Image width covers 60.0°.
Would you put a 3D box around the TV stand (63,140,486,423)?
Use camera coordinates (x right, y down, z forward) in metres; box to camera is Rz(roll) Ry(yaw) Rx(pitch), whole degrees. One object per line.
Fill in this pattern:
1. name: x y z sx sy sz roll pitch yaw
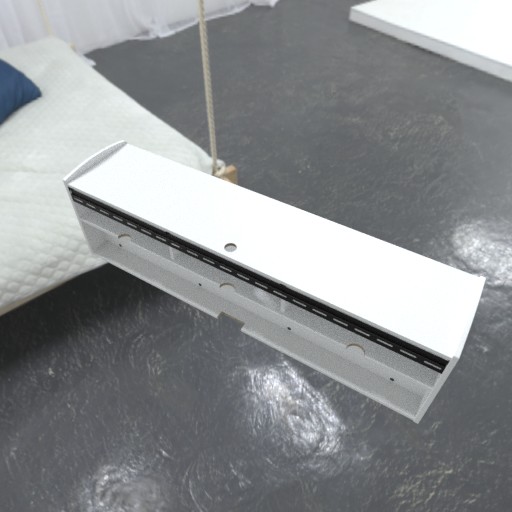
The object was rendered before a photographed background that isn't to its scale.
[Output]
1. TV stand: 0.000 0.000 1.668 1.473 0.424 0.397 24 51 21
